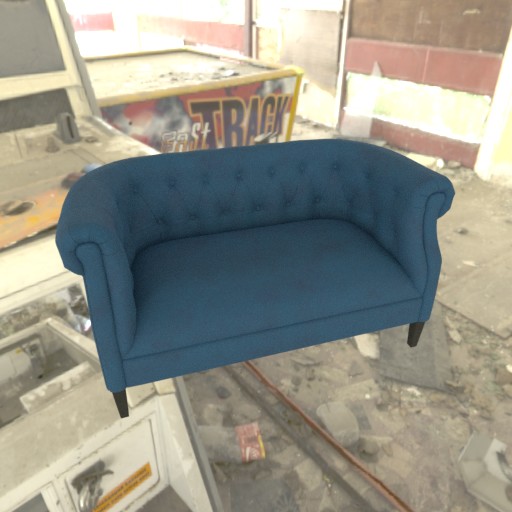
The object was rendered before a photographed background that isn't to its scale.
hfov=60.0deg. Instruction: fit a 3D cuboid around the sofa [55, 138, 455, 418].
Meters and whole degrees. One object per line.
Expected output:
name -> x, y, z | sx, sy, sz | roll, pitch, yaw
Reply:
sofa -> 0.000, 0.000, 2.041 | 1.558, 0.827, 0.835 | -9, 33, -15
